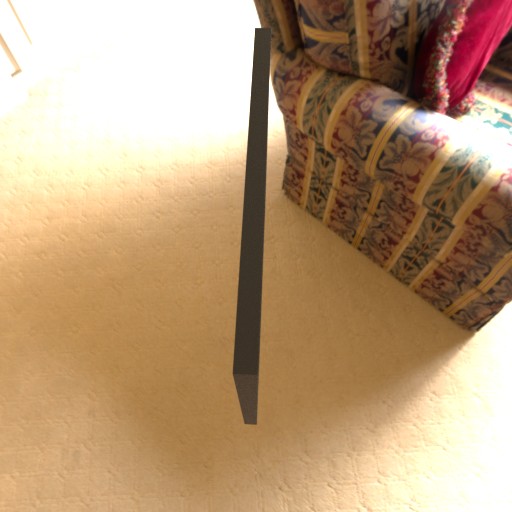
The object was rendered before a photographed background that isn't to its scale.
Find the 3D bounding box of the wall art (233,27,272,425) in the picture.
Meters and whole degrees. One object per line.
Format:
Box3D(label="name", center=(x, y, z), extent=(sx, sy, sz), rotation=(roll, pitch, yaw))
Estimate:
Box3D(label="wall art", center=(0.000, 0.000, 1.165), extent=(0.038, 0.763, 0.763), rotation=(2, 64, 1))
